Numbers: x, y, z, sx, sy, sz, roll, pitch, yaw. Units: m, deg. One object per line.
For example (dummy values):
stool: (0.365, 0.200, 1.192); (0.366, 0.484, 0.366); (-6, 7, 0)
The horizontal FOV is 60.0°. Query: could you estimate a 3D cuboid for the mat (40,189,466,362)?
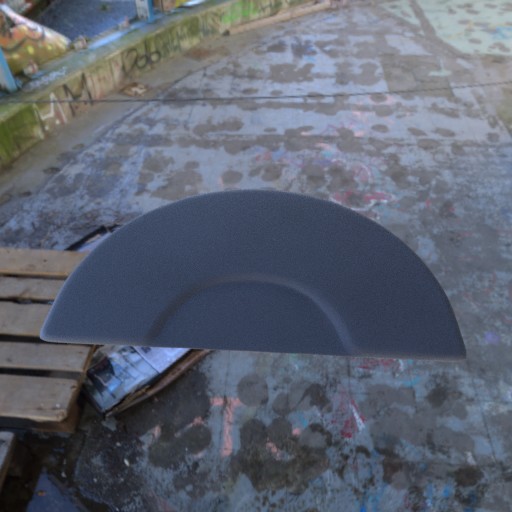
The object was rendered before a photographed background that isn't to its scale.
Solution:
mat: (0.000, 0.000, 1.862); (1.525, 0.016, 0.917); (2, 47, 2)
